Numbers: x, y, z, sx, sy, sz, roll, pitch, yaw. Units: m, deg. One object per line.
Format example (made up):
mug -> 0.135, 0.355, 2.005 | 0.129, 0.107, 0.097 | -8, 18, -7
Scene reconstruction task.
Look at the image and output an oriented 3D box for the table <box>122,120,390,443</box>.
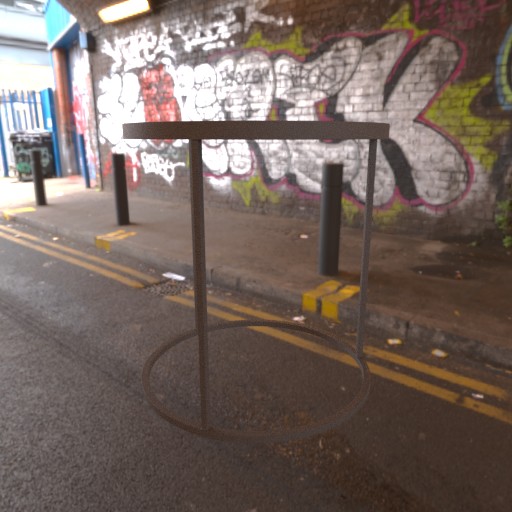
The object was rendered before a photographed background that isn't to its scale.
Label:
table -> 0.000, 0.000, 0.874 | 0.470, 0.498, 0.470 | 0, 15, 0
